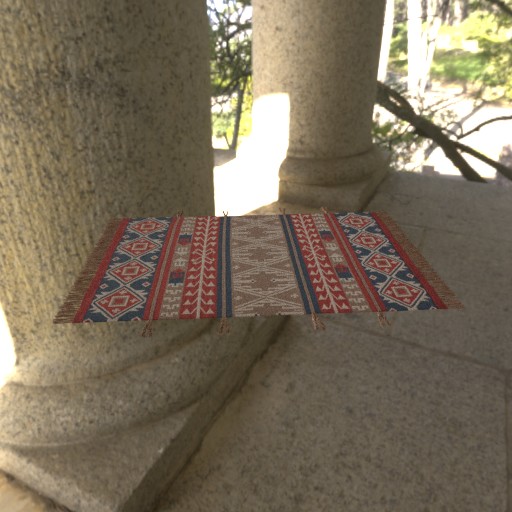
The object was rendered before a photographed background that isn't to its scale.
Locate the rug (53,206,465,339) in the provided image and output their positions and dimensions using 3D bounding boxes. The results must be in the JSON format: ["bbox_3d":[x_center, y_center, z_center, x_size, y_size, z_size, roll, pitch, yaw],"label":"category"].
[{"bbox_3d":[0.000,0.000,3.231,2.450,0.048,1.778,-2,29,-3],"label":"rug"}]
